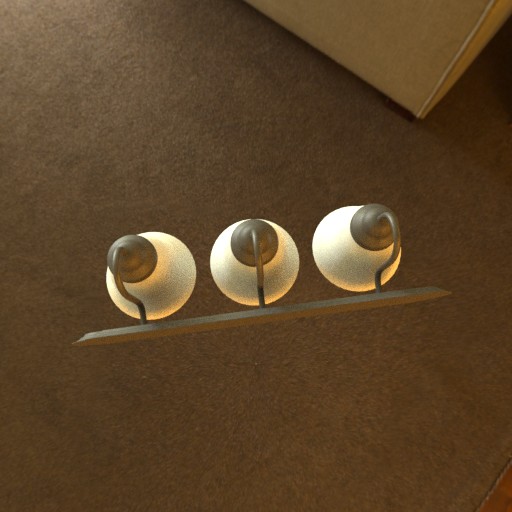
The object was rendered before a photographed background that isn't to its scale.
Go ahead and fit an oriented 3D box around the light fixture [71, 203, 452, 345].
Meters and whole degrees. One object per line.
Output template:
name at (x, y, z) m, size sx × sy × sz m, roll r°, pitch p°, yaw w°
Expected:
light fixture at (0.000, 0.000, 0.710) m, size 0.610 × 0.222 × 0.199 m, roll -7°, pitch 76°, yaw -2°
